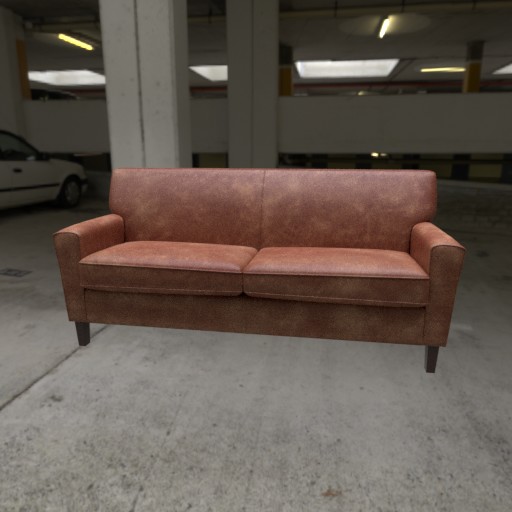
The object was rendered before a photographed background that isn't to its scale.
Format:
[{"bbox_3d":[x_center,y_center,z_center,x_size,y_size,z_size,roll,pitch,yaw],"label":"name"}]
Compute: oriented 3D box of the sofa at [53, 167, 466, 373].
[{"bbox_3d":[0.000,0.000,2.545,2.053,0.947,0.805,2,14,9],"label":"sofa"}]
